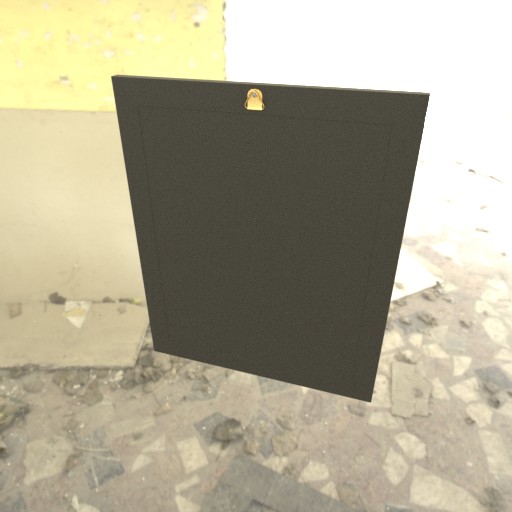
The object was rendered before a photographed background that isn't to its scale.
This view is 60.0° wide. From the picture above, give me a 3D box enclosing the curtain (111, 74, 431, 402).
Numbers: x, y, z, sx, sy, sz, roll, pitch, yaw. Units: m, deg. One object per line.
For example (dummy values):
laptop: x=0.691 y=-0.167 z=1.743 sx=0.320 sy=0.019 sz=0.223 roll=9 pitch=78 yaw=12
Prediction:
curtain: x=0.000 y=0.000 z=0.798 sx=0.483 sy=0.585 sz=0.027 roll=9 pitch=32 yaw=15
